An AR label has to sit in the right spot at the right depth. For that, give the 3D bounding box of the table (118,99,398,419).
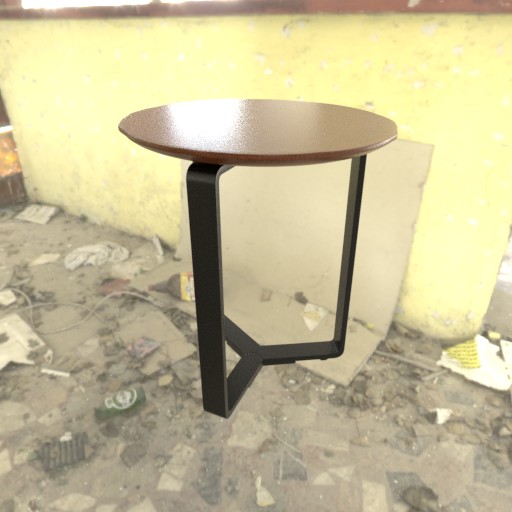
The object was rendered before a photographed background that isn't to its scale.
[{"bbox_3d":[0.000,0.000,0.750,0.380,0.450,0.410,-19,33,-32],"label":"table"}]
